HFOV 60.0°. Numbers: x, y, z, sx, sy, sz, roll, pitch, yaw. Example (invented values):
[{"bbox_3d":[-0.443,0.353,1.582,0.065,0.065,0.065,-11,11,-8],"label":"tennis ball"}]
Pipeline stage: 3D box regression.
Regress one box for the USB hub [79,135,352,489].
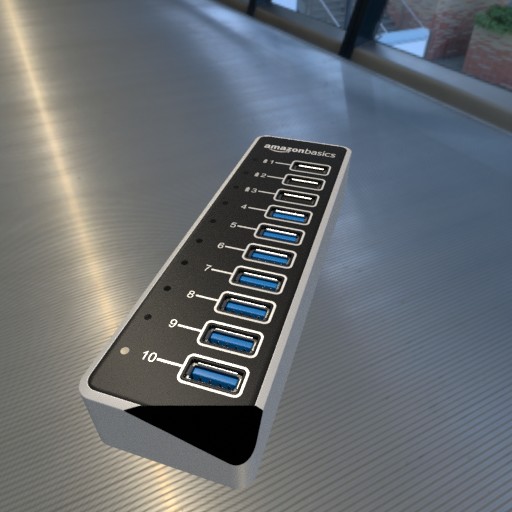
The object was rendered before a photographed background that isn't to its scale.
[{"bbox_3d":[0.000,0.000,0.157,0.044,0.023,0.145,12,42,14],"label":"USB hub"}]
